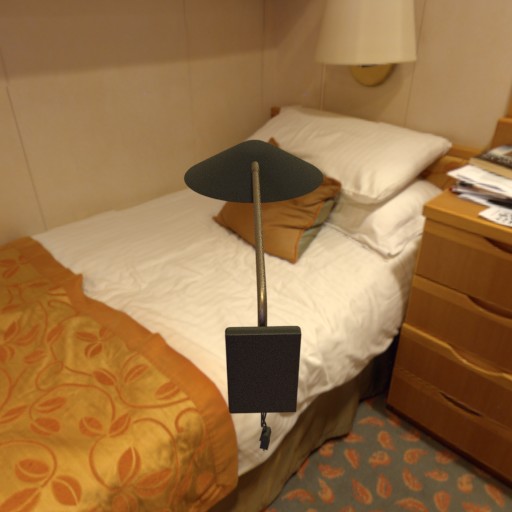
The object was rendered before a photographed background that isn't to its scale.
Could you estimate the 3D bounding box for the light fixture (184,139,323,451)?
[{"bbox_3d":[0.000,0.000,0.691,0.240,0.312,0.516,-1,31,-1],"label":"light fixture"}]
